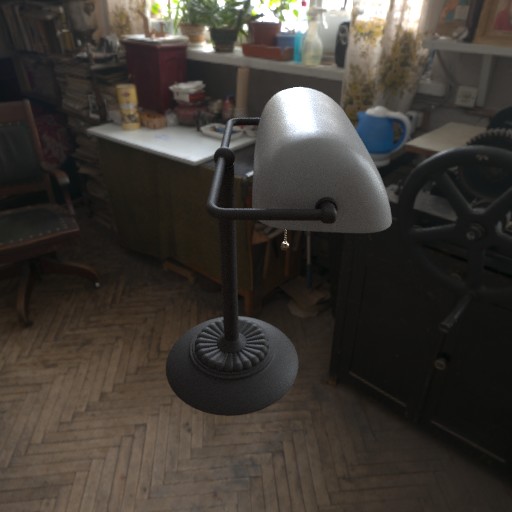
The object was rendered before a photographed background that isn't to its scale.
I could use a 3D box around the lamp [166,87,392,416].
[{"bbox_3d":[0.000,0.000,0.511,0.243,0.339,0.264,0,33,1],"label":"lamp"}]
